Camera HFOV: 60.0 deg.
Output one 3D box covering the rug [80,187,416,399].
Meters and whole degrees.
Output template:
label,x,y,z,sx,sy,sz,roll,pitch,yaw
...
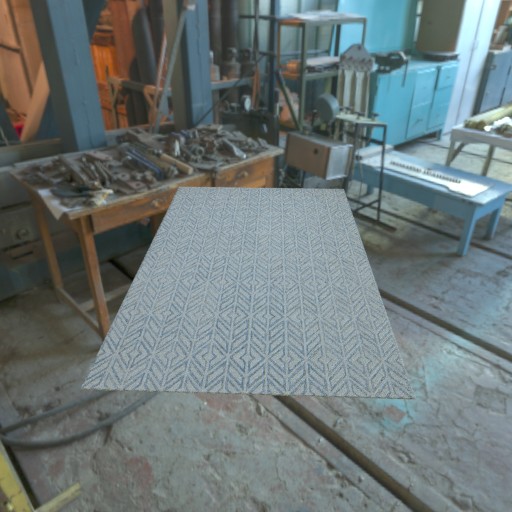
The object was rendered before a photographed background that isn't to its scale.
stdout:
label,x,y,z,sx,sy,sz,roll,pitch,yaw
rug,0.000,0.000,3.059,1.526,0.008,2.441,1,31,2
